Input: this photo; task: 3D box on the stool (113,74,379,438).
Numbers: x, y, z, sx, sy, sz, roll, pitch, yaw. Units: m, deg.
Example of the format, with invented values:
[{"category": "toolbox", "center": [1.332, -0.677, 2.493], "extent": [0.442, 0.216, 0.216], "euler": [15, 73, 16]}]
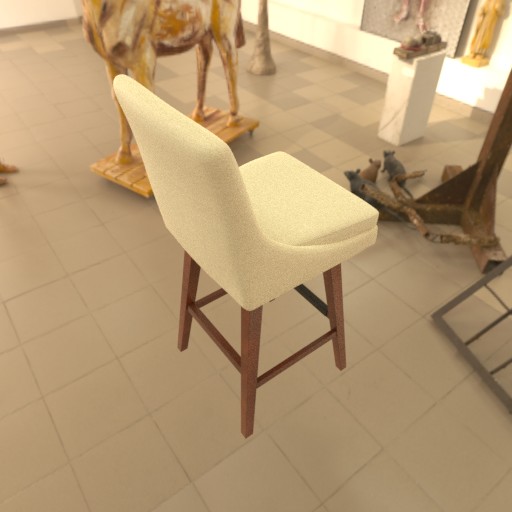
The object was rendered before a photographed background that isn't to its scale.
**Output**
[{"category": "stool", "center": [0.000, 0.000, 1.371], "extent": [0.559, 1.097, 0.470], "euler": [-26, 48, -27]}]
